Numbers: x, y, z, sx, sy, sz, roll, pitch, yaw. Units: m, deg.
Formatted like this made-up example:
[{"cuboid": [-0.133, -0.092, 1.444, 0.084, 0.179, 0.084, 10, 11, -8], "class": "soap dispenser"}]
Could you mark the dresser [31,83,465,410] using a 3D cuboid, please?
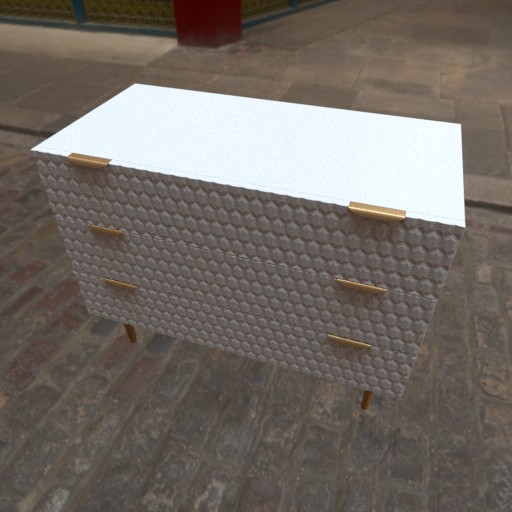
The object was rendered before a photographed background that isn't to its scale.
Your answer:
[{"cuboid": [0.000, 0.000, 1.261, 0.905, 0.721, 0.457, 12, 42, 14], "class": "dresser"}]
